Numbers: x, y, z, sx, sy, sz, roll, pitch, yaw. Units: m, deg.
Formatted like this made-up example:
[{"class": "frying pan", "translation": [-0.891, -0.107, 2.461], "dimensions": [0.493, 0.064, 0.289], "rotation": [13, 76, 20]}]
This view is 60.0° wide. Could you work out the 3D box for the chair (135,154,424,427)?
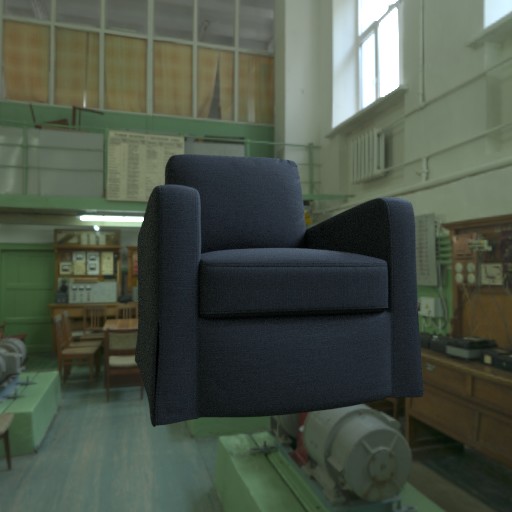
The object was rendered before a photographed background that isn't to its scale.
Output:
[{"class": "chair", "translation": [0.000, 0.000, 1.581], "dimensions": [0.798, 0.855, 0.863], "rotation": [0, -1, -18]}]
